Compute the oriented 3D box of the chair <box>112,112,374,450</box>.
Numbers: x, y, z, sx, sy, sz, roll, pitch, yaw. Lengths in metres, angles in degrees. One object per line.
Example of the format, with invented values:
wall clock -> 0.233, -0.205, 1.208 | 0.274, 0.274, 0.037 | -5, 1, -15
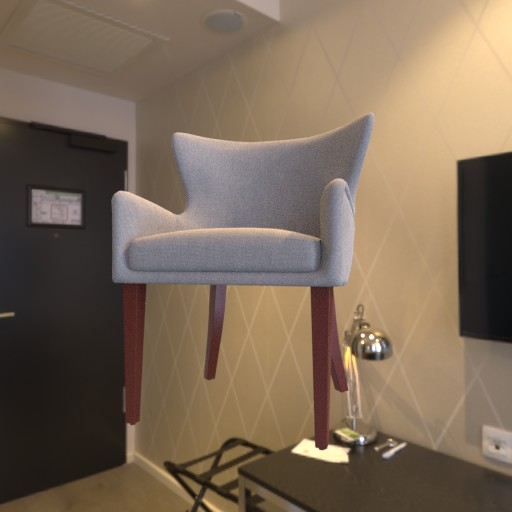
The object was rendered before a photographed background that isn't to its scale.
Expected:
chair -> 0.000, 0.000, 1.435 | 0.732, 0.948, 0.677 | 0, -1, 18
